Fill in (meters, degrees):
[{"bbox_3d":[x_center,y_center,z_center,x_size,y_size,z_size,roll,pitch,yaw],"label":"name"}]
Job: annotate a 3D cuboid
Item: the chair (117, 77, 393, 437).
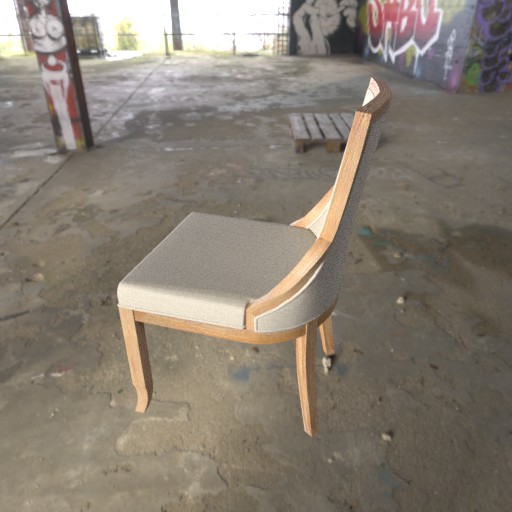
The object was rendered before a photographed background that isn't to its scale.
[{"bbox_3d":[0.000,0.000,1.307,0.641,0.947,0.524,8,31,14],"label":"chair"}]
